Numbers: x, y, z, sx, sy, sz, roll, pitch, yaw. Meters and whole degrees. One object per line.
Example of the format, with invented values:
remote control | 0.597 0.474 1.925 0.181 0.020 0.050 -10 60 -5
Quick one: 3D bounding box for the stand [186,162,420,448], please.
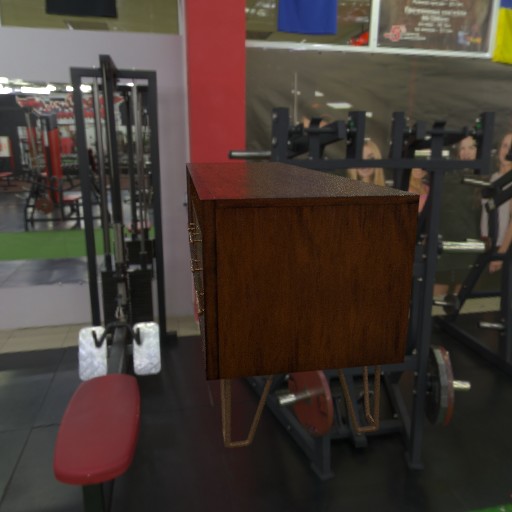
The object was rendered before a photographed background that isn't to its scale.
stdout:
stand | 0.000 0.000 1.643 0.481 0.610 1.372 -3 15 -10
